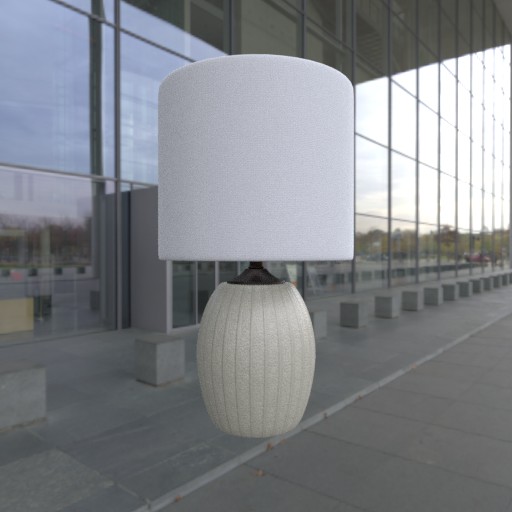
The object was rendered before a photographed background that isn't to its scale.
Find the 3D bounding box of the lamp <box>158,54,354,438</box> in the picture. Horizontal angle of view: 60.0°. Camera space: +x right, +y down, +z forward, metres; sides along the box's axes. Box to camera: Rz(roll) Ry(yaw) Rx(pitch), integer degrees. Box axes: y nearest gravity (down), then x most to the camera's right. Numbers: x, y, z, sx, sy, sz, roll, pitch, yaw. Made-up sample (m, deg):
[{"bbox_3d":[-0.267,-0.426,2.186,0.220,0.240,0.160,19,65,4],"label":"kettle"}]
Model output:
[{"bbox_3d":[0.000,0.000,0.764,0.329,0.570,0.329,0,0,-35],"label":"lamp"}]
